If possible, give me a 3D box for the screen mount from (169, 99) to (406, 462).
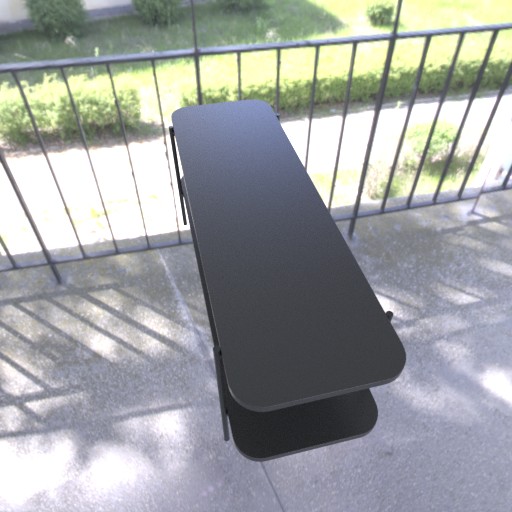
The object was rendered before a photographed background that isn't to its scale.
[{"bbox_3d":[0.000,0.000,1.406,0.400,0.447,1.200,-10,46,-9],"label":"screen mount"}]
